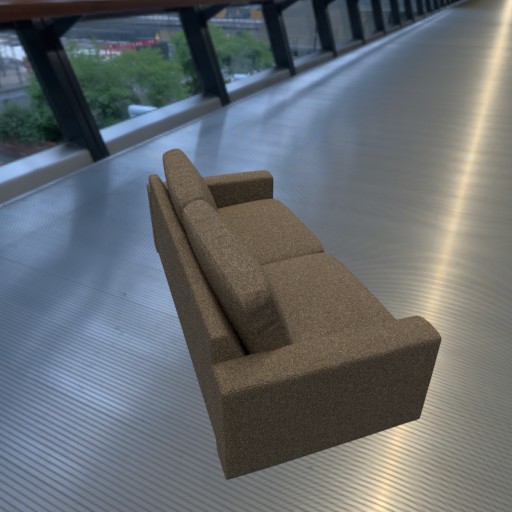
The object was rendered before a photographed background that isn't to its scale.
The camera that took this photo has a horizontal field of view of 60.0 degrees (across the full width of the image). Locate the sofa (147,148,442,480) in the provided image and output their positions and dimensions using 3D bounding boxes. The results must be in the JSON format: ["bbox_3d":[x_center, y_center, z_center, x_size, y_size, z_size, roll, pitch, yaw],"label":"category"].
[{"bbox_3d":[0.000,0.000,2.686,1.016,0.873,2.179,-10,32,-16],"label":"sofa"}]
